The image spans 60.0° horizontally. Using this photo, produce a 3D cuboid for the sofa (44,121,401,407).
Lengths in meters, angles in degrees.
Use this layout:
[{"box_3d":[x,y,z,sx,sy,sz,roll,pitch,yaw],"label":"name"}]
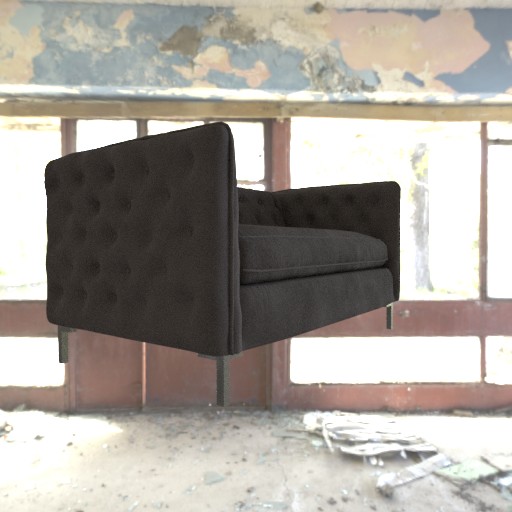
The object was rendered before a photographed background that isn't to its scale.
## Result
[{"box_3d":[0.000,0.000,2.070,0.909,0.810,1.583,1,2,36],"label":"sofa"}]
